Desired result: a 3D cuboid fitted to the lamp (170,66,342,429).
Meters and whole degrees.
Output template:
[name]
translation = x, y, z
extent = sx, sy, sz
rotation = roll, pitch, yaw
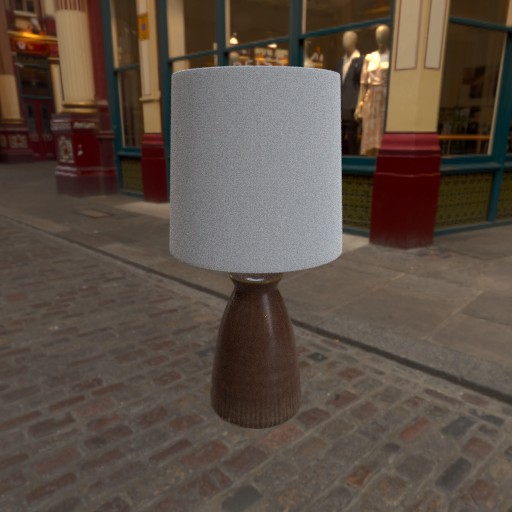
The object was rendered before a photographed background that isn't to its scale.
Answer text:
[lamp]
translation = 0.000, 0.000, 0.490
extent = 0.186, 0.369, 0.186
rotation = 0, 16, 0
